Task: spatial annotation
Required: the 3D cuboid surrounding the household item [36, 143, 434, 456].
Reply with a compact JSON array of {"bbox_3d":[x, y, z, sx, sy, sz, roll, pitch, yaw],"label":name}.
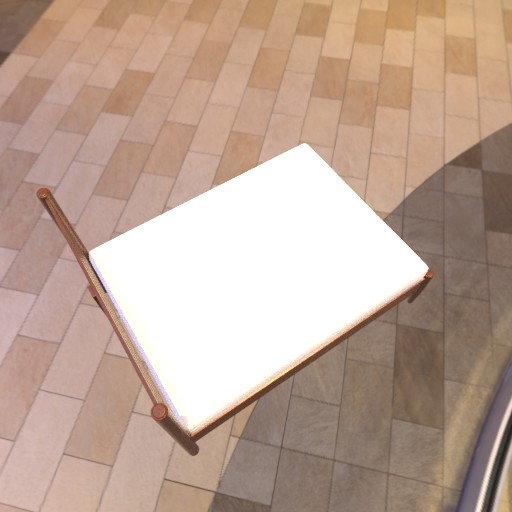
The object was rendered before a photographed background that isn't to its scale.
[{"bbox_3d":[0.000,0.000,3.310,2.232,1.356,1.663,-30,64,-16],"label":"household item"}]
